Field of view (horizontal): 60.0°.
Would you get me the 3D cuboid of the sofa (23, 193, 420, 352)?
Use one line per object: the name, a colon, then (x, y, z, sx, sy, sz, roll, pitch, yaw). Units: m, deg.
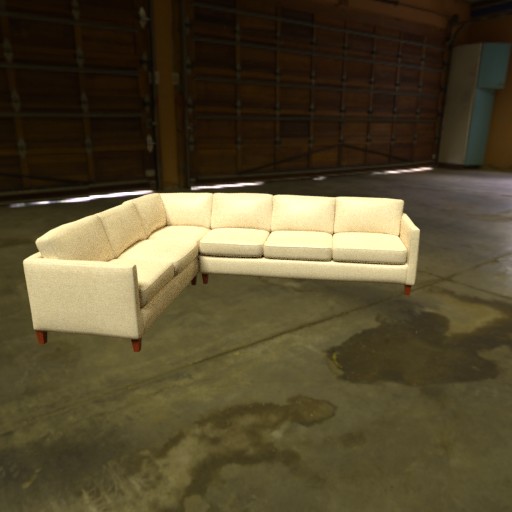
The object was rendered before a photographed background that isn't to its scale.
sofa: (0.000, 0.000, 4.448, 3.302, 0.947, 2.593, 3, 17, 9)
